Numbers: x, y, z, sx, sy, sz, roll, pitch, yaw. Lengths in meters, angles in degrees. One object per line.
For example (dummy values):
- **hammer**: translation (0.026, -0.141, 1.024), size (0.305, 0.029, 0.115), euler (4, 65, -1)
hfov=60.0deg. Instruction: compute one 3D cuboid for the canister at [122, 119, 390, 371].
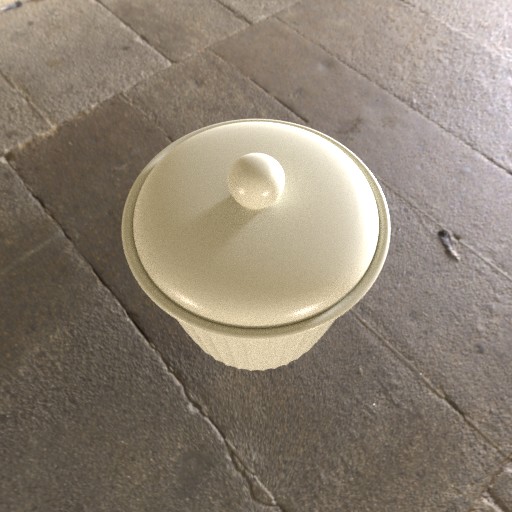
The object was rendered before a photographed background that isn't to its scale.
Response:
- **canister**: translation (0.000, 0.000, 0.352), size (0.181, 0.211, 0.181), euler (0, 59, 0)
